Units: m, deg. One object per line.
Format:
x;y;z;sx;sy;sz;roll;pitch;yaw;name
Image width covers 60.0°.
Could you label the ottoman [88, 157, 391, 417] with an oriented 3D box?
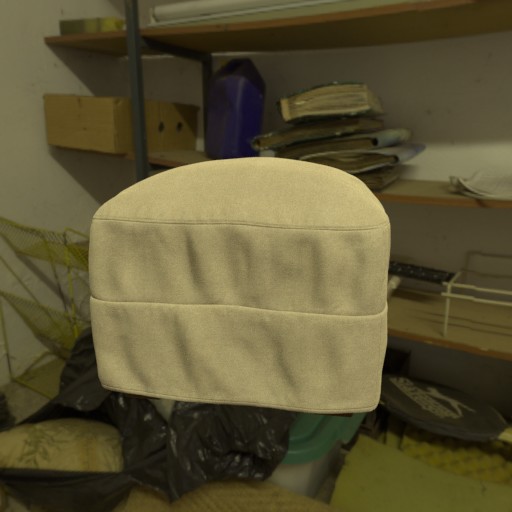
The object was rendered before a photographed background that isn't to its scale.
0.000;0.000;1.113;0.584;0.480;0.712;2;15;8;ottoman
